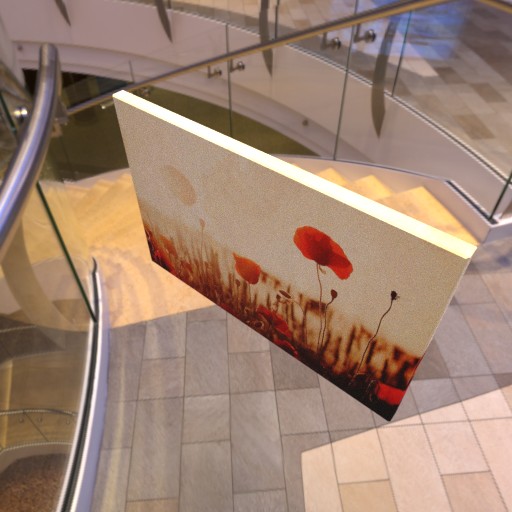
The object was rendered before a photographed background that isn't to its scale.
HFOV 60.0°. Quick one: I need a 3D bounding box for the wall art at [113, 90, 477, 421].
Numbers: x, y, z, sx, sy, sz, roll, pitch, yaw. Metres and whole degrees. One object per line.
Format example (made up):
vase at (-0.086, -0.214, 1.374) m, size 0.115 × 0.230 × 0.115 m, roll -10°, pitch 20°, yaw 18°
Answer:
wall art at (0.000, 0.000, 1.141) m, size 0.918 × 0.602 × 0.038 m, roll 30°, pitch 52°, yaw 27°
